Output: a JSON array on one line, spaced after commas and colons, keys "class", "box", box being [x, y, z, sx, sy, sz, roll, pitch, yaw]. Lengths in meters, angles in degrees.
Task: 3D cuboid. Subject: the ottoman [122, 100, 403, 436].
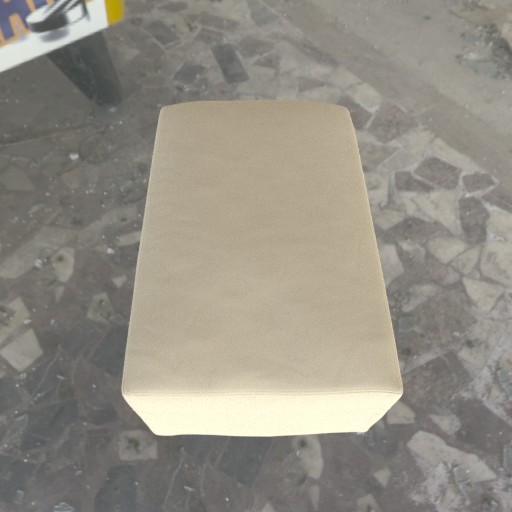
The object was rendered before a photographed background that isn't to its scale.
[{"class": "ottoman", "box": [0.000, 0.000, 1.223, 0.590, 0.444, 0.872, -1, 58, -1]}]
